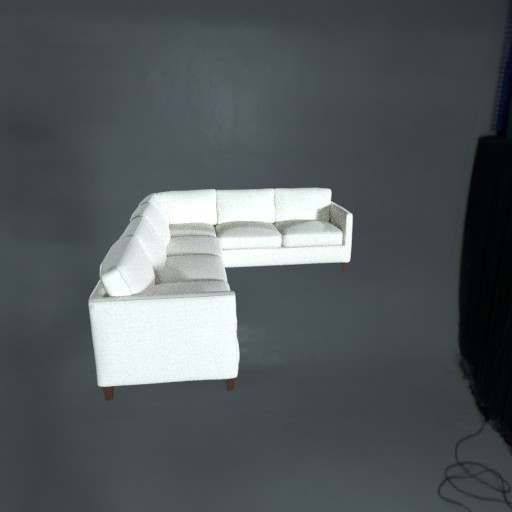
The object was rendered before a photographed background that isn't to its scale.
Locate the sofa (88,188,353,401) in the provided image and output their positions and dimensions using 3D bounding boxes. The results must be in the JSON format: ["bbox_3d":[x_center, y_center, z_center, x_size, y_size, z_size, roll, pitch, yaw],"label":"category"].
[{"bbox_3d":[0.000,0.000,4.459,2.593,0.947,3.302,-2,17,-8],"label":"sofa"}]
